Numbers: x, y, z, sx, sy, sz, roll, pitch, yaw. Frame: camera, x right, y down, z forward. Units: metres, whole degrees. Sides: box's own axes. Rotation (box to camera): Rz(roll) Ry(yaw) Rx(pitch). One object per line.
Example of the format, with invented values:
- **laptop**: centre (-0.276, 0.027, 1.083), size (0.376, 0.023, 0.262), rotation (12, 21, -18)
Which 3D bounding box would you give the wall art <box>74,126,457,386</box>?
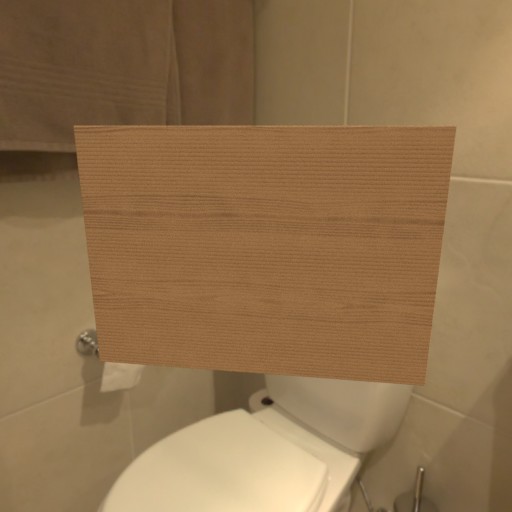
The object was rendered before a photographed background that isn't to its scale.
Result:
- **wall art**: centre (0.000, 0.000, 1.081), size (0.841, 0.609, 0.063), rotation (2, 17, 8)
